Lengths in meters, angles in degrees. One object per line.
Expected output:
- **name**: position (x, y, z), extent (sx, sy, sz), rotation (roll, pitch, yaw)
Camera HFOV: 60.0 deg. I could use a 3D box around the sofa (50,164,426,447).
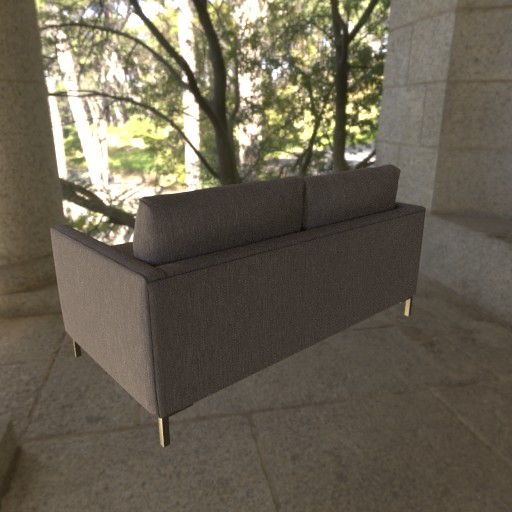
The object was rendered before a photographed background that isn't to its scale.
- **sofa**: position (0.000, 0.000, 2.192), extent (1.682, 0.840, 0.875), rotation (-15, 23, -39)
